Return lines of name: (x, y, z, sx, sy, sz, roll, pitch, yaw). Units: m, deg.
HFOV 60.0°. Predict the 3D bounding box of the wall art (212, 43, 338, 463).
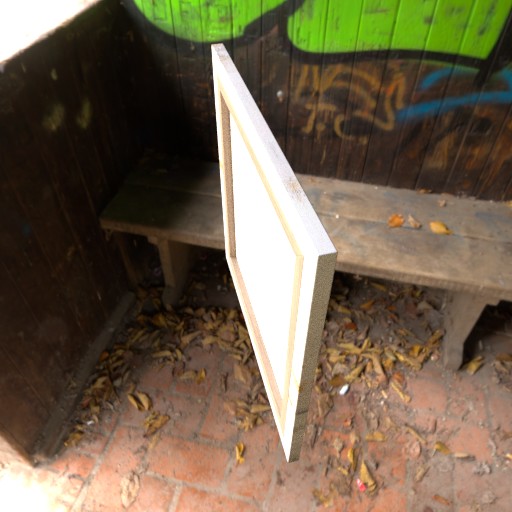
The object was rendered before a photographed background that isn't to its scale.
wall art: (0.000, 0.000, 1.499, 0.040, 1.018, 1.015, -11, 47, -10)
